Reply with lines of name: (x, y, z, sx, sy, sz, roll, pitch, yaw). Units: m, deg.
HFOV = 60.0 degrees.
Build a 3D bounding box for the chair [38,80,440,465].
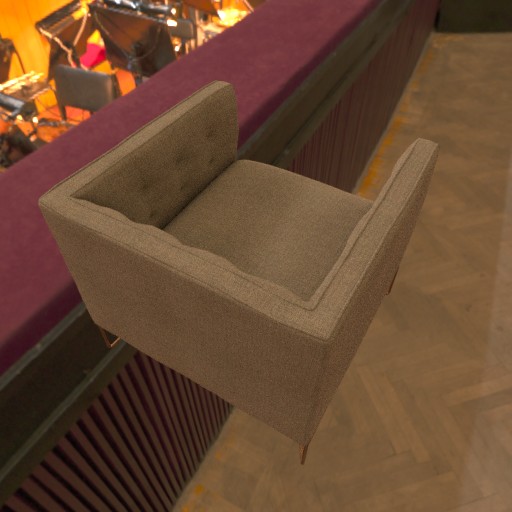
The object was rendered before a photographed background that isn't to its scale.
chair: (0.000, 0.000, 1.616, 0.920, 0.799, 0.912, 24, 51, 21)
